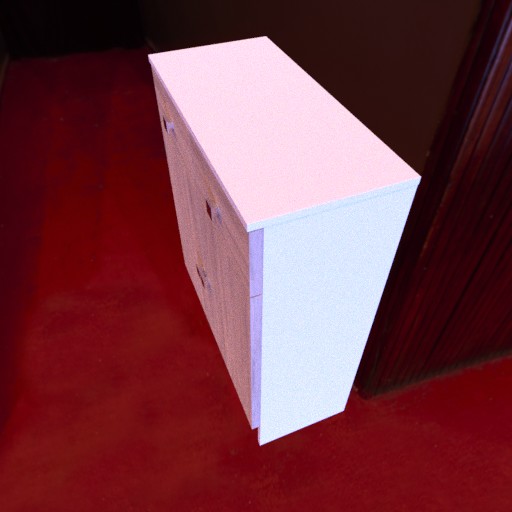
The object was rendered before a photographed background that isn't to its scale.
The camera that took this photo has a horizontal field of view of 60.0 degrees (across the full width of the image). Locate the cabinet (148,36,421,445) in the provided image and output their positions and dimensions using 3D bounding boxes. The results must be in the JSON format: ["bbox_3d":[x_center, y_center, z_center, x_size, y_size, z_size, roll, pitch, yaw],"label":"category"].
[{"bbox_3d":[0.000,0.000,1.119,0.296,0.815,0.600,-16,49,-15],"label":"cabinet"}]
